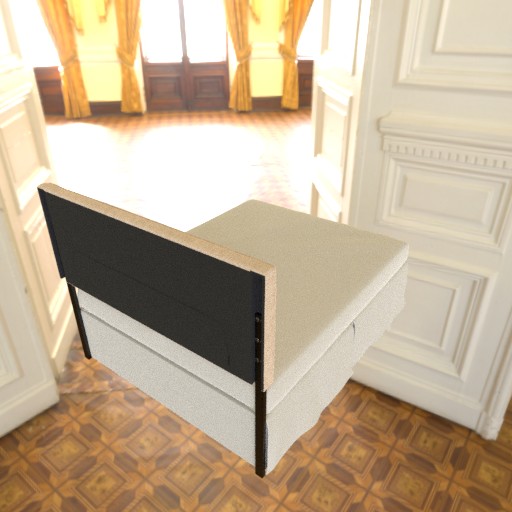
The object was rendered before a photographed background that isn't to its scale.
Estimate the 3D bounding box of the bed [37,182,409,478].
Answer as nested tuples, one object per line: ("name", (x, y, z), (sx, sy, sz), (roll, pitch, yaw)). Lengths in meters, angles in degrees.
("bed", (0.000, 0.000, 3.059), (1.643, 1.270, 1.978), (20, 35, 31))
